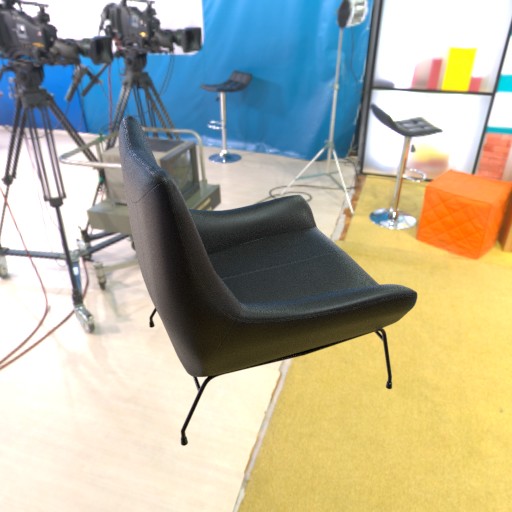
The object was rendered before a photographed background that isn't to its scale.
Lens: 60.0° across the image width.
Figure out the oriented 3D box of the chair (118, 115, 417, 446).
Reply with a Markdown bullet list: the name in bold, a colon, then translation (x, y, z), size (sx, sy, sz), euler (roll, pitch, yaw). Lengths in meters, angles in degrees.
- **chair**: translation (0.000, 0.000, 1.603), size (0.826, 0.922, 0.836), euler (-11, 32, -18)
